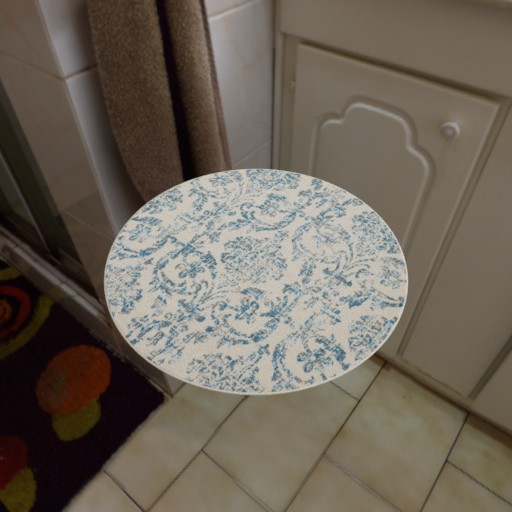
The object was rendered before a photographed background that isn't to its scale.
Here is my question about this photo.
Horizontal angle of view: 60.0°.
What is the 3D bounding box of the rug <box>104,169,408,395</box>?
[{"bbox_3d":[0.000,0.000,2.385,1.593,0.012,1.593,0,46,0],"label":"rug"}]
